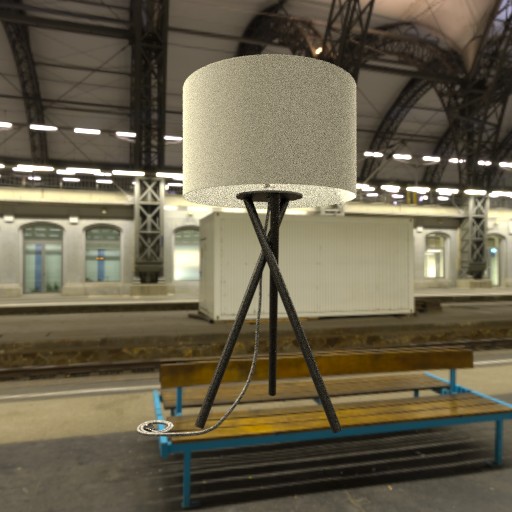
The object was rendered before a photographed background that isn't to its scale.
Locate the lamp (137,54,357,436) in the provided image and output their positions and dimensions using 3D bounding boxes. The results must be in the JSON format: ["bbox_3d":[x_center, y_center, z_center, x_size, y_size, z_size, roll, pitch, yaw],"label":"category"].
[{"bbox_3d":[0.000,0.000,0.895,0.422,0.674,0.353,1,-1,-38],"label":"lamp"}]
